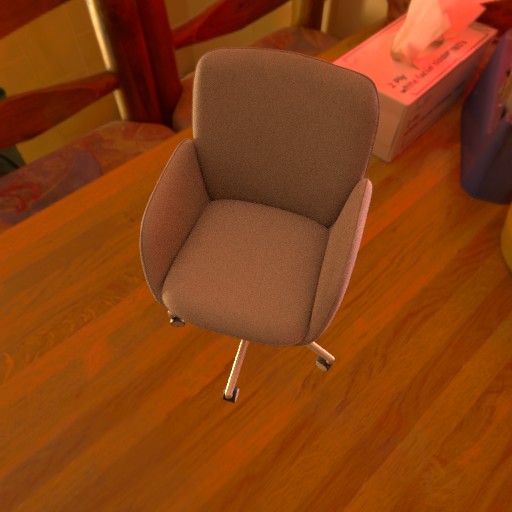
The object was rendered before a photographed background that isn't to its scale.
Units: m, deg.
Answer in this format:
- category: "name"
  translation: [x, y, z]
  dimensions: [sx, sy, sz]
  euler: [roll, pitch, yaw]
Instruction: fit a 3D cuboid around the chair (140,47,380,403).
- category: "chair"
  translation: [0.000, 0.000, 1.354]
  dimensions: [0.648, 0.959, 0.654]
  euler: [15, 57, 10]
